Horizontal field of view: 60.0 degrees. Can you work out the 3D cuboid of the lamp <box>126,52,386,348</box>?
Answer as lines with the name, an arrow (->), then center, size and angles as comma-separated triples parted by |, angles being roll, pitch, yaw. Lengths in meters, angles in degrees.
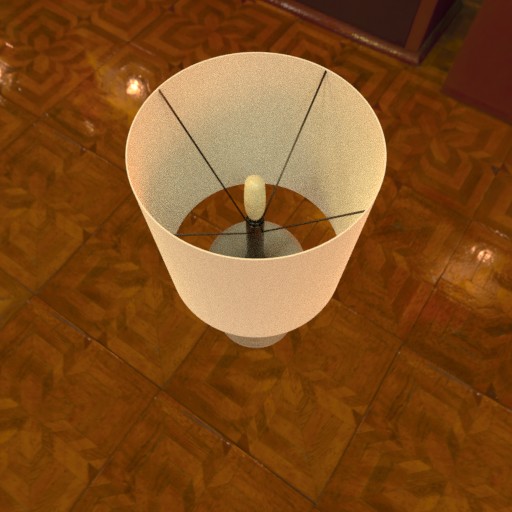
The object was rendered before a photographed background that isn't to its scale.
lamp -> 0.000, 0.000, 0.540 | 0.206, 0.416, 0.206 | 34, 69, 15
